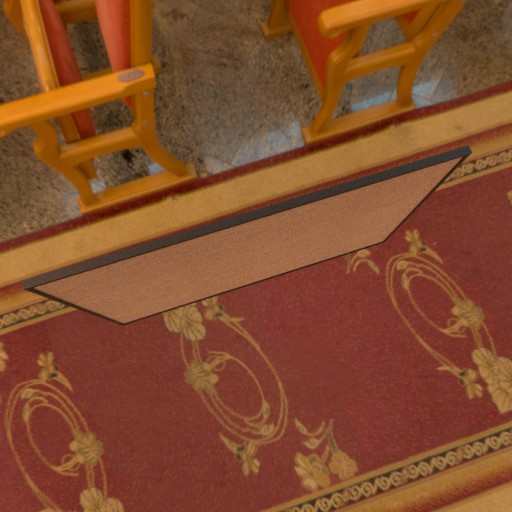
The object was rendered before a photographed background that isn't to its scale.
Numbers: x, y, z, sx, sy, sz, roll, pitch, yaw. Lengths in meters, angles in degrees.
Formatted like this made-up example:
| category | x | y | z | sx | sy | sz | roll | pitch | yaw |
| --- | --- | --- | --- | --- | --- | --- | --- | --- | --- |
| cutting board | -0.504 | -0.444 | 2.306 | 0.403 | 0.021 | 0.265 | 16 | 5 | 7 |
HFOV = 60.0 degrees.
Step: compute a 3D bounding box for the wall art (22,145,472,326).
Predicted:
| category | x | y | z | sx | sy | sz | roll | pitch | yaw |
| --- | --- | --- | --- | --- | --- | --- | --- | --- | --- |
| wall art | 0.000 | 0.000 | 1.222 | 0.957 | 0.660 | 0.019 | -17 | 76 | -5 |
